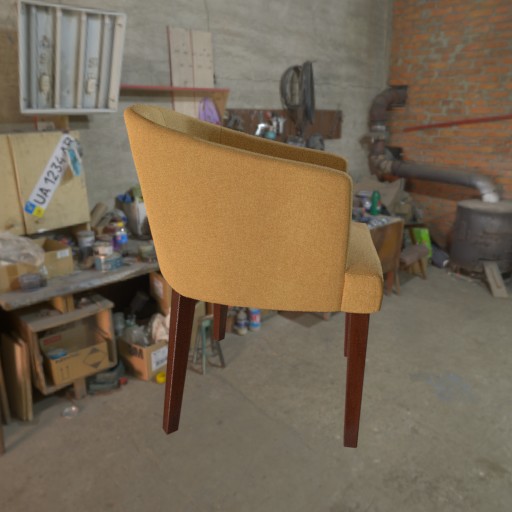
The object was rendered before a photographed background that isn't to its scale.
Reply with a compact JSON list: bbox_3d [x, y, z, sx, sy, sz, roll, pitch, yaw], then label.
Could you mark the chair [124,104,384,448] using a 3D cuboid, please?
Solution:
[{"bbox_3d":[0.000,0.000,1.249,0.655,0.811,0.583,3,17,10],"label":"chair"}]
